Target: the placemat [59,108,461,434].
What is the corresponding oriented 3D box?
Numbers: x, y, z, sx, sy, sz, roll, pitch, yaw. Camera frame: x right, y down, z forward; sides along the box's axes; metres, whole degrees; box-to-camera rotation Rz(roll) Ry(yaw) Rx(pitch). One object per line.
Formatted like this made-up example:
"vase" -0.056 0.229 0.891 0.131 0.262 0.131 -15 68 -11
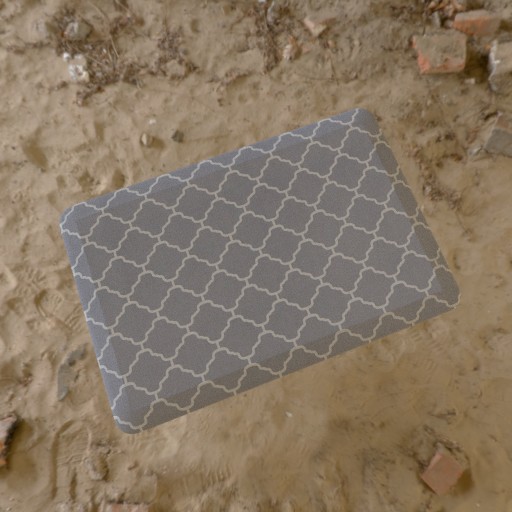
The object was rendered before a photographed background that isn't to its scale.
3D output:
"placemat" 0.000 0.000 0.954 0.762 0.021 0.508 -20 77 -5
